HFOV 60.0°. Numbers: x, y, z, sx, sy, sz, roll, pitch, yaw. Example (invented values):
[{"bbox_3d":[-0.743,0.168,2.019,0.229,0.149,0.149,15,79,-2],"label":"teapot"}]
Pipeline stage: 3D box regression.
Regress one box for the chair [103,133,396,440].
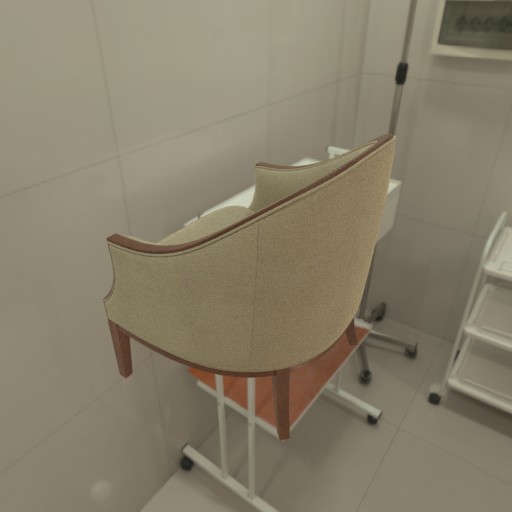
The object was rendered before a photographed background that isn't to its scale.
[{"bbox_3d":[0.000,0.000,1.493,0.735,0.876,0.803,20,37,29],"label":"chair"}]
